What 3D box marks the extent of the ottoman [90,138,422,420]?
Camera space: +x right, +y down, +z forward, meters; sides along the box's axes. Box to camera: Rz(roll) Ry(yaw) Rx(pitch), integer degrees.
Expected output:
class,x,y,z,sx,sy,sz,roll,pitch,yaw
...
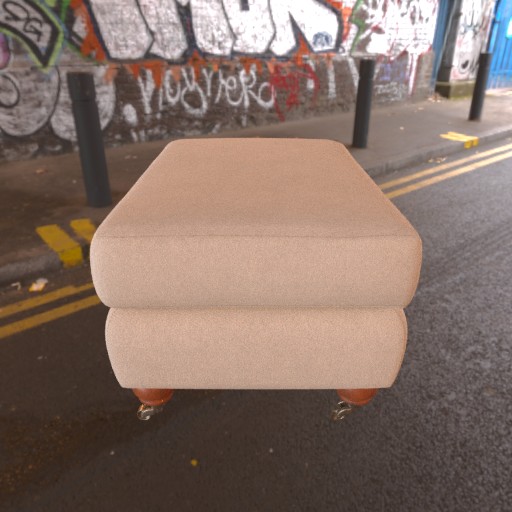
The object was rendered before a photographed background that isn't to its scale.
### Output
class,x,y,z,sx,sy,sz,roll,pitch,yaw
ottoman,0.000,0.000,1.132,0.569,0.499,0.773,0,26,0
